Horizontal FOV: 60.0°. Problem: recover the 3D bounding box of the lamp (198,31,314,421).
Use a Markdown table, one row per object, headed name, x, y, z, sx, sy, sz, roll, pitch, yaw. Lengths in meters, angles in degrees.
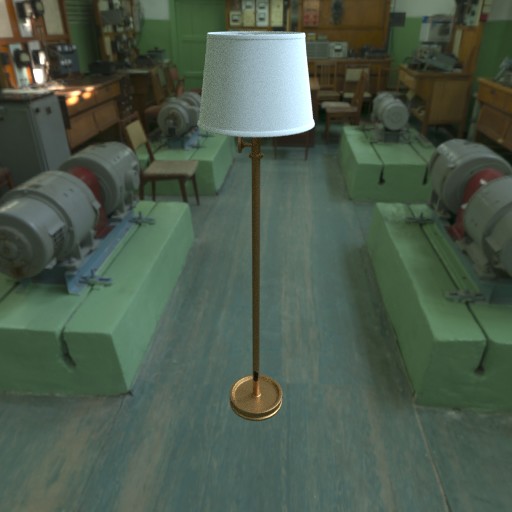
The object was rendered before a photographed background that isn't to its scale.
| name | x | y | z | sx | sy | sz | roll | pitch | yaw |
| --- | --- | --- | --- | --- | --- | --- | --- | --- | --- |
| lamp | 0.000 | 0.000 | 0.790 | 0.178 | 0.710 | 0.178 | 0 | 28 | 0 |
